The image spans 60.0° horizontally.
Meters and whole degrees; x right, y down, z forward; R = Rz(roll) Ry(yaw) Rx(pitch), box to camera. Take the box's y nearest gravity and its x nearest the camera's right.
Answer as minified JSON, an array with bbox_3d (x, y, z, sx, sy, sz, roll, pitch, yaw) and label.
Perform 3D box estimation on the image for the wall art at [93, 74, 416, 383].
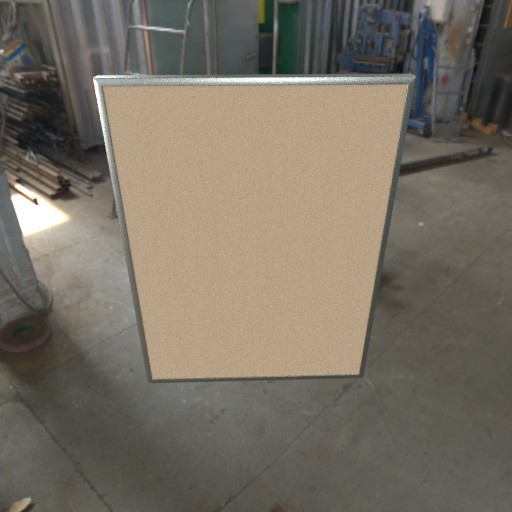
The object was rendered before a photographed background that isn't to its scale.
[{"bbox_3d":[0.000,0.000,1.393,0.803,1.062,0.041,-1,31,-2],"label":"wall art"}]
